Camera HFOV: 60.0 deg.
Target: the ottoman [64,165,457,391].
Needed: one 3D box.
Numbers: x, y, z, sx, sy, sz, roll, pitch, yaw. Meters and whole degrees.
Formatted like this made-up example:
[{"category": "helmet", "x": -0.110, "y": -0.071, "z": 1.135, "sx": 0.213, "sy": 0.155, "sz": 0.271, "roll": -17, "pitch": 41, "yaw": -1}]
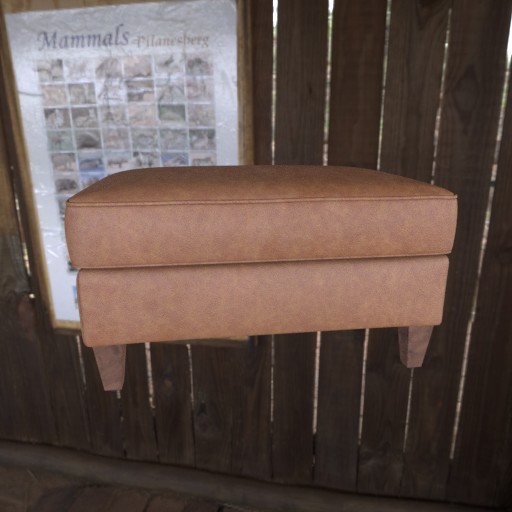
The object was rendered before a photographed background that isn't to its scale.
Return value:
[{"category": "ottoman", "x": 0.000, "y": 0.000, "z": 1.219, "sx": 0.864, "sy": 0.483, "sz": 0.584, "roll": -2, "pitch": 16, "yaw": -8}]
